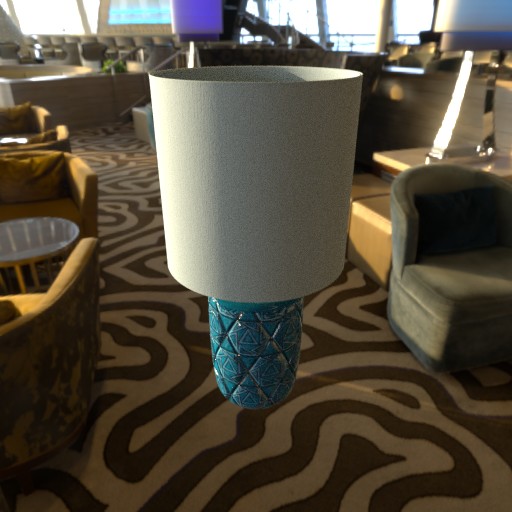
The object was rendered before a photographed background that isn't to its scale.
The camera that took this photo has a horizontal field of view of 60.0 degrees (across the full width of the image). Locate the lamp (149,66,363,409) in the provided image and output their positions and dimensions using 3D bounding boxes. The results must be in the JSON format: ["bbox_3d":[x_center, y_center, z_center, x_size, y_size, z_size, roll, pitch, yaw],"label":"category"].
[{"bbox_3d":[0.000,0.000,0.492,0.193,0.377,0.193,-9,28,-17],"label":"lamp"}]
